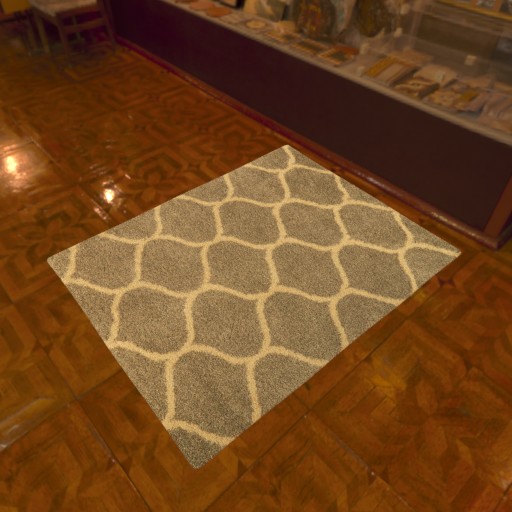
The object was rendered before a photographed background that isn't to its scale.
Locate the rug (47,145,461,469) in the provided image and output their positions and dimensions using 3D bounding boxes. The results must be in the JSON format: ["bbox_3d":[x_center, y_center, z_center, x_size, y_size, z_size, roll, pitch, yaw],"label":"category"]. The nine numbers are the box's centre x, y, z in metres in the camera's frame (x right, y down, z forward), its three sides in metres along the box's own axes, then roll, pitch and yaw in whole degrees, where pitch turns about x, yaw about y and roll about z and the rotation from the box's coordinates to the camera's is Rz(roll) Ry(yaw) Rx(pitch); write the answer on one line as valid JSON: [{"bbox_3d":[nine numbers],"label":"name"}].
[{"bbox_3d":[0.000,0.000,4.081,3.000,0.026,2.399,-31,53,-27],"label":"rug"}]
